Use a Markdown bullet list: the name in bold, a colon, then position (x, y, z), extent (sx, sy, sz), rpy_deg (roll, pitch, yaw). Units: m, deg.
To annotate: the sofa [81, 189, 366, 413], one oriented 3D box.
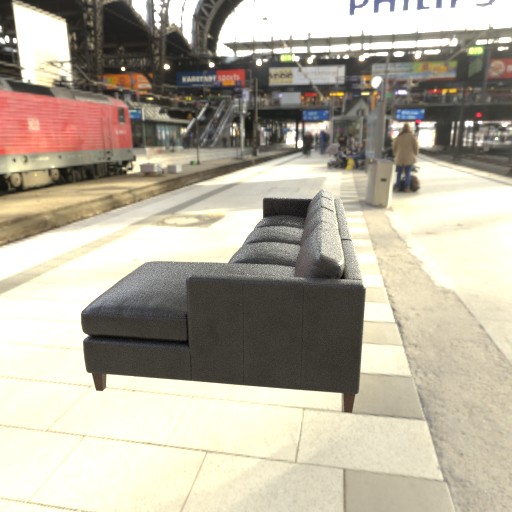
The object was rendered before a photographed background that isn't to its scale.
- **sofa**: position (0.000, 0.000, 3.906), extent (1.581, 0.883, 3.203), rpy_deg (2, 15, 8)
